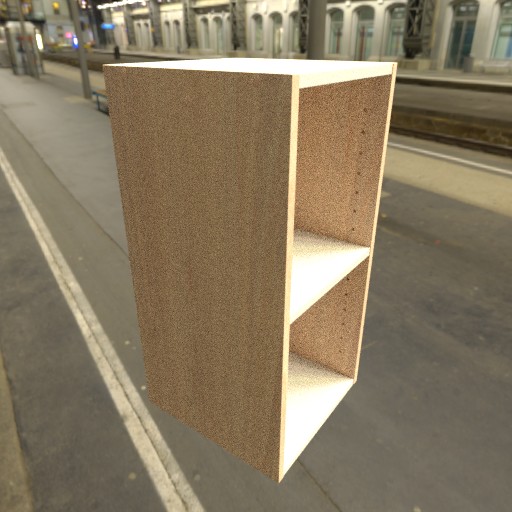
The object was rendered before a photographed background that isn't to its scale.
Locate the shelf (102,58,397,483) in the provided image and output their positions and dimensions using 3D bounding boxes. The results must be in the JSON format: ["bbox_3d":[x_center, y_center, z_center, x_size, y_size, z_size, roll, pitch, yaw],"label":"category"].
[{"bbox_3d":[0.000,0.000,0.746,0.297,0.594,0.290,18,31,32],"label":"shelf"}]
